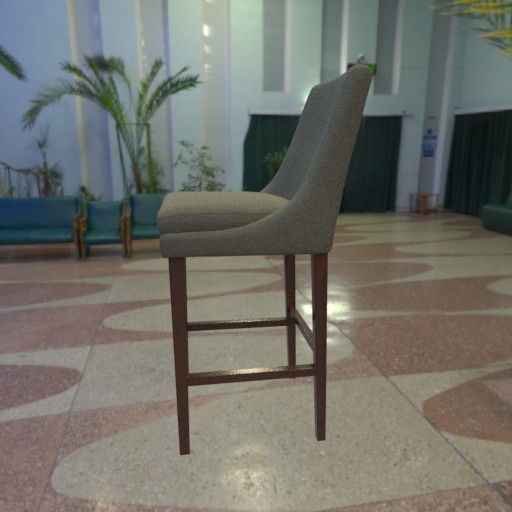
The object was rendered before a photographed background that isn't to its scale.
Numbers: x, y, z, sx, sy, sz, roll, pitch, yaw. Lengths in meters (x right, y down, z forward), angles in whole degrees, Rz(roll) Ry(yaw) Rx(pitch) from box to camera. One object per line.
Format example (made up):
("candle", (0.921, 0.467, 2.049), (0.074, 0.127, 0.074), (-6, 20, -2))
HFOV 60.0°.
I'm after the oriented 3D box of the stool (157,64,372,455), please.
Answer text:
("stool", (0.000, 0.000, 1.403), (0.577, 1.078, 0.470), (-2, 14, -8))
